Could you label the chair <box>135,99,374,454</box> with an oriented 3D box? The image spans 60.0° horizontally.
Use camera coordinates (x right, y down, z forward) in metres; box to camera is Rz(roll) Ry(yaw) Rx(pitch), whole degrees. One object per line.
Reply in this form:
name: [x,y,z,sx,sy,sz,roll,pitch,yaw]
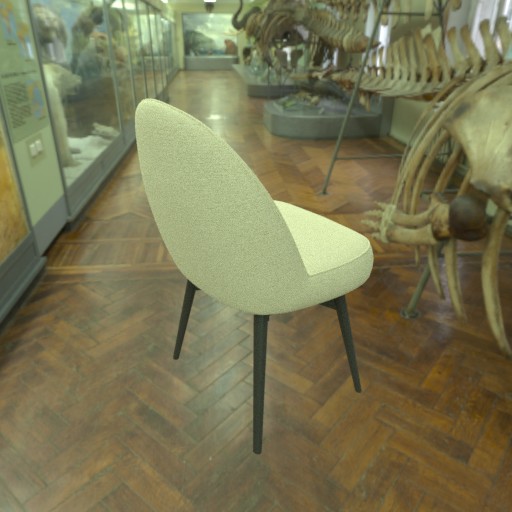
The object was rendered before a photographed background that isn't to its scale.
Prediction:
chair: [0.000,0.000,1.199,0.540,0.838,0.532,-18,31,-32]
